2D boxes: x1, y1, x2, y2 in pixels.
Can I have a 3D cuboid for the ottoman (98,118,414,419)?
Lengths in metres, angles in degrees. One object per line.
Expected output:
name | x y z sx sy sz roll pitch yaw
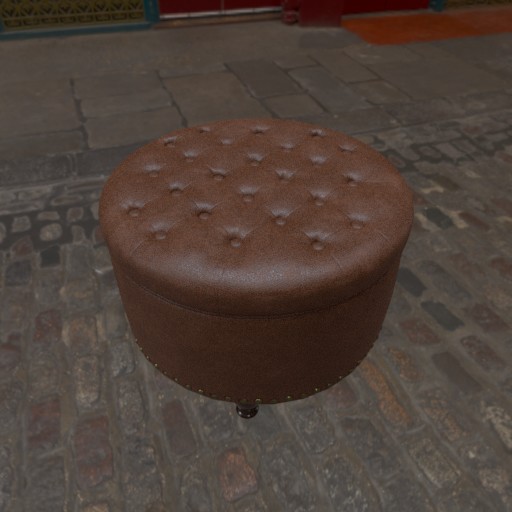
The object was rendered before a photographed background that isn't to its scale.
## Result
ottoman | 0.000 0.000 1.045 0.637 0.442 0.637 0 41 0
